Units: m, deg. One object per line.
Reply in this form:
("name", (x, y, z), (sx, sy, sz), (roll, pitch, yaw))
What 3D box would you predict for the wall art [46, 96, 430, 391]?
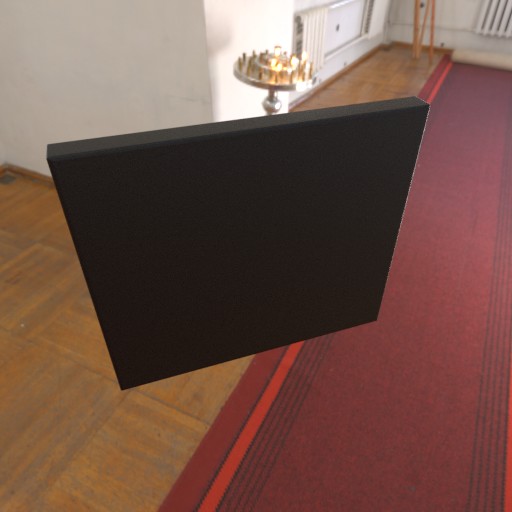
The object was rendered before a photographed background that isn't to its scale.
("wall art", (0.000, 0.000, 0.531), (0.380, 0.330, 0.028), (-12, 40, -15))
